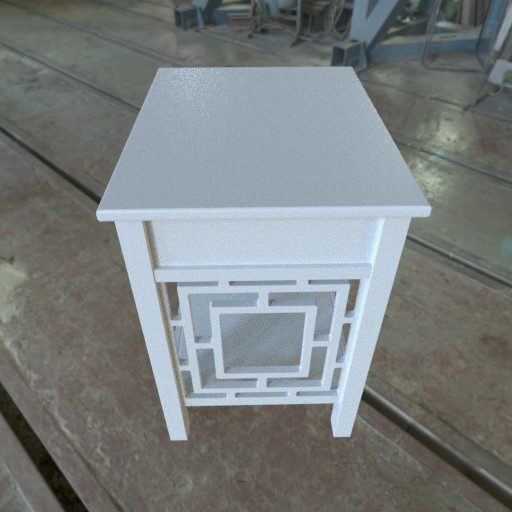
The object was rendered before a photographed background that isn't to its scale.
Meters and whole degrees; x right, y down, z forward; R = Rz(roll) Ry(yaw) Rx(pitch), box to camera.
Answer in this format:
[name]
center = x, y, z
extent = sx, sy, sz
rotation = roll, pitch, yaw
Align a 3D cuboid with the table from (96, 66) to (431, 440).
[table]
center = 0.000, 0.000, 1.001
extent = 0.451, 0.646, 0.564
rotation = -1, 41, -1
